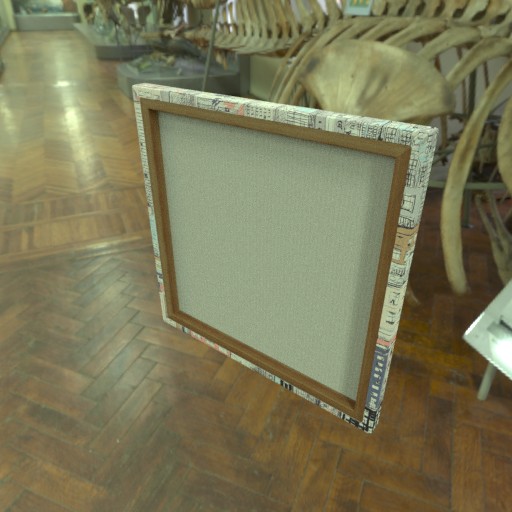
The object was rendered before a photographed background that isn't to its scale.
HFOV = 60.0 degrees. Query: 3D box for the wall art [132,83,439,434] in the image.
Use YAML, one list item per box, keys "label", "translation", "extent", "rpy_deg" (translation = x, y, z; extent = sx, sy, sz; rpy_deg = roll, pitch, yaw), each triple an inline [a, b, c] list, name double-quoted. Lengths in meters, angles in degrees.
- label: "wall art"
  translation: [0.000, 0.000, 1.140]
  extent: [0.761, 0.762, 0.048]
  rpy_deg: [21, 36, 31]
